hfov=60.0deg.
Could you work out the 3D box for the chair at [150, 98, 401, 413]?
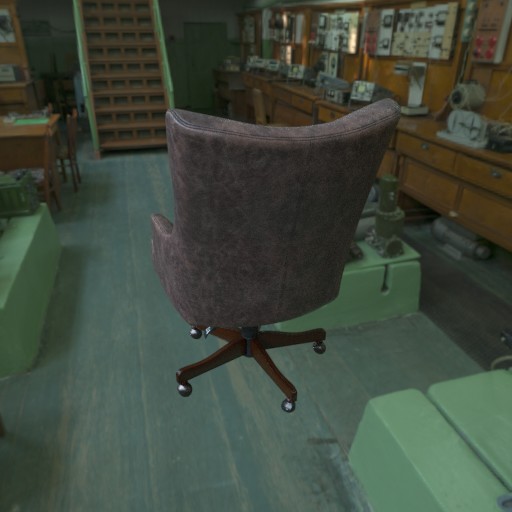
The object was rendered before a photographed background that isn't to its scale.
[{"bbox_3d":[0.000,0.000,1.476,0.641,1.035,0.762,-8,28,-16],"label":"chair"}]
